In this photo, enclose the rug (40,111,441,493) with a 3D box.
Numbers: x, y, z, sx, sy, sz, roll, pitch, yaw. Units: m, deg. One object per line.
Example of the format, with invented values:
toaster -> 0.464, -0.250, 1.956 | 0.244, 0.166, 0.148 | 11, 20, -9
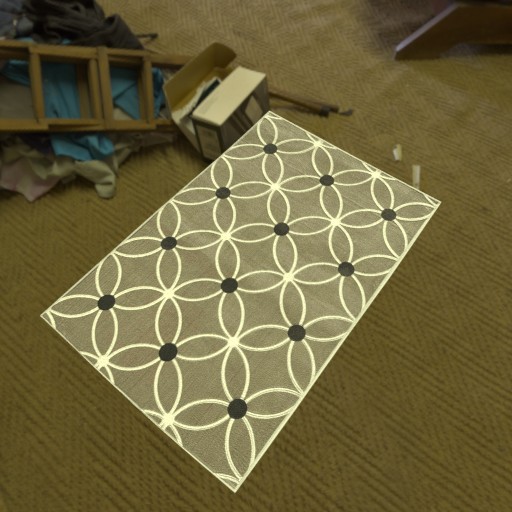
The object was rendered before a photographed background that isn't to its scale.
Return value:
rug -> 0.000, 0.000, 2.870 | 1.522, 0.008, 2.284 | 34, 65, 19
